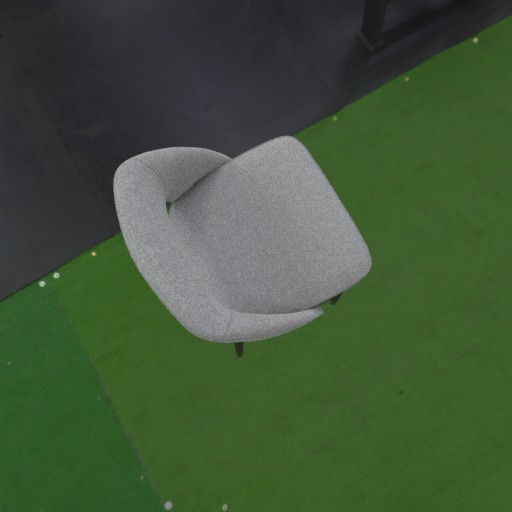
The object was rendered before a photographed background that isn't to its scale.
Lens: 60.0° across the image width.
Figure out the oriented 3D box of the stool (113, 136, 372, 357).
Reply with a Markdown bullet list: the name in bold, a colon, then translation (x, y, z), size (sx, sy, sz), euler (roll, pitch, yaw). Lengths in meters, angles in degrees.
- **stool**: translation (0.000, 0.000, 1.318), size (0.509, 1.037, 0.494), euler (-28, 78, -6)
